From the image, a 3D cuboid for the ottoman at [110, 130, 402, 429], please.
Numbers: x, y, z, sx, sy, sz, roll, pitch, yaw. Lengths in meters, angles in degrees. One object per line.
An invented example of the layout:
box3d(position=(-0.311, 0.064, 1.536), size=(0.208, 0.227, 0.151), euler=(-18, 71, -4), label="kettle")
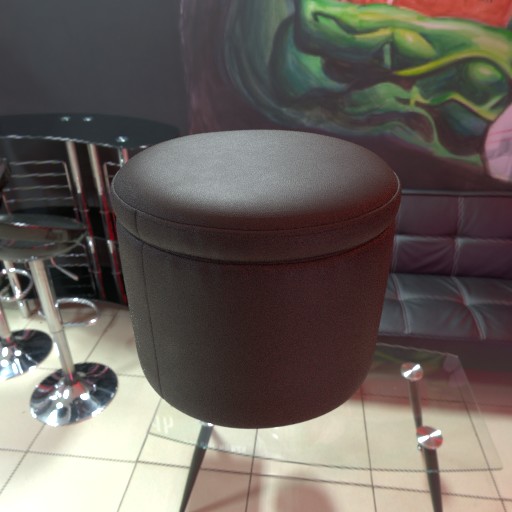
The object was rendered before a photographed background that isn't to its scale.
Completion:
box3d(position=(0.000, 0.000, 0.863), size=(0.500, 0.409, 0.500), euler=(0, 29, 0), label="ottoman")
